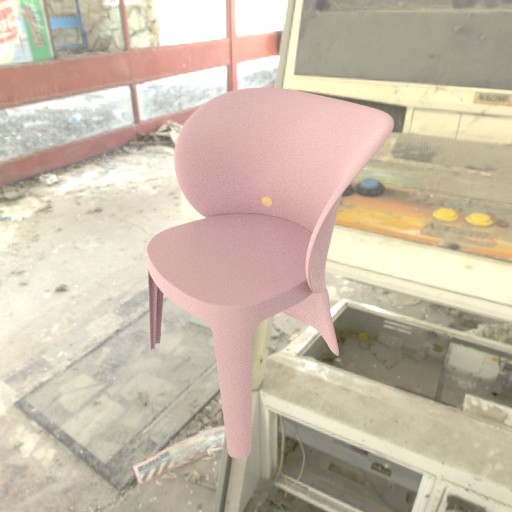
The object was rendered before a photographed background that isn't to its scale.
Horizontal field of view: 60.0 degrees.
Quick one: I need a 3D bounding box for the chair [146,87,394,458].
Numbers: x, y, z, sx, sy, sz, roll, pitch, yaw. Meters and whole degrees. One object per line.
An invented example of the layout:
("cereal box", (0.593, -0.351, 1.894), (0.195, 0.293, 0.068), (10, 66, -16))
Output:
("chair", (0.000, 0.000, 0.869), (0.402, 0.554, 0.451), (-20, 36, -30))
